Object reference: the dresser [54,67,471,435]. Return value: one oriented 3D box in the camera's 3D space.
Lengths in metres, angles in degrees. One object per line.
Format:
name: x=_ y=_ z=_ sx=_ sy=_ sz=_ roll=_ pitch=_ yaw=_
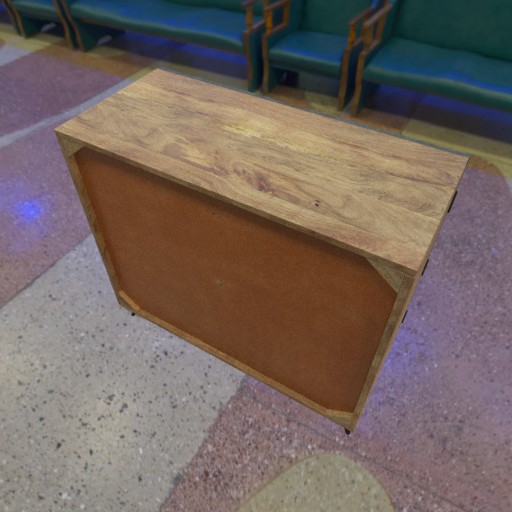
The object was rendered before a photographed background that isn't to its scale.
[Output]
dresser: x=0.000 y=0.000 z=1.422 sx=0.967 sy=0.847 sz=0.446 roll=23 pitch=51 yaw=20
